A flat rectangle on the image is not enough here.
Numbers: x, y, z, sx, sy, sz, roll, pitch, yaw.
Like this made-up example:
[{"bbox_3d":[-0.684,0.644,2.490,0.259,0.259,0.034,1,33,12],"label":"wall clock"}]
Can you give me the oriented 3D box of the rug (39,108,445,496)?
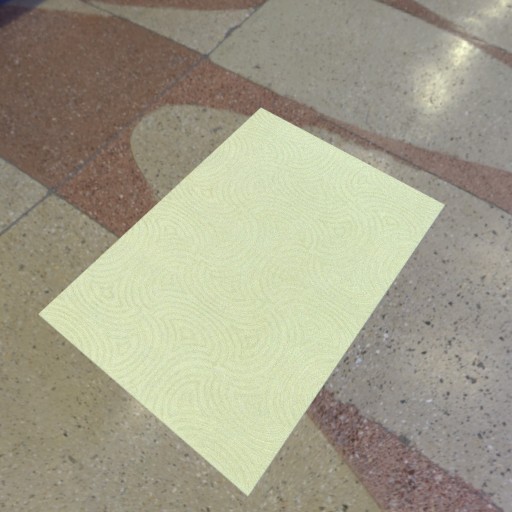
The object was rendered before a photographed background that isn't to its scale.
[{"bbox_3d":[0.000,0.000,2.742,1.526,0.015,2.132,33,65,18],"label":"rug"}]
